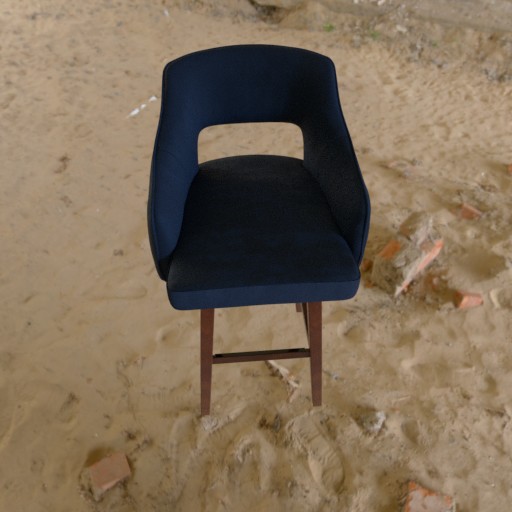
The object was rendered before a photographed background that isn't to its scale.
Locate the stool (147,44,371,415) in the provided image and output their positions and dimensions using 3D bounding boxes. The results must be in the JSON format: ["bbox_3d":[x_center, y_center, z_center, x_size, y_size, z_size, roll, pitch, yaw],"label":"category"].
[{"bbox_3d":[0.000,0.000,1.348,0.550,1.041,0.560,-3,47,-3],"label":"stool"}]
